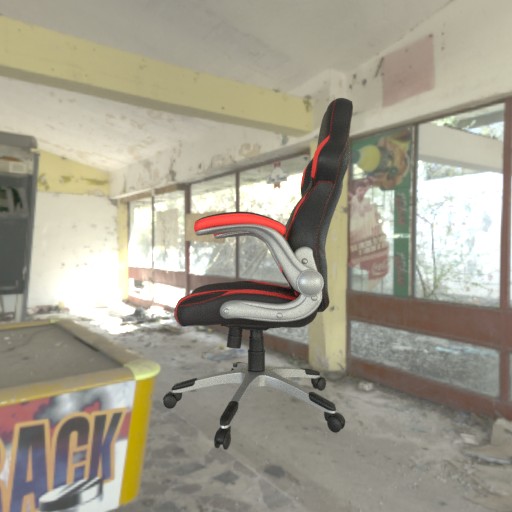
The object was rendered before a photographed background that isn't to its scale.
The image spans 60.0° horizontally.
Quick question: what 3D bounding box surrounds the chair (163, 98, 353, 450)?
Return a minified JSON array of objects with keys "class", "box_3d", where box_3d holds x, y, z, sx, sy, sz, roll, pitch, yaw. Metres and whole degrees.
[{"class":"chair","box_3d":[0.000,0.000,1.693,0.712,1.165,0.758,0,1,1]}]
